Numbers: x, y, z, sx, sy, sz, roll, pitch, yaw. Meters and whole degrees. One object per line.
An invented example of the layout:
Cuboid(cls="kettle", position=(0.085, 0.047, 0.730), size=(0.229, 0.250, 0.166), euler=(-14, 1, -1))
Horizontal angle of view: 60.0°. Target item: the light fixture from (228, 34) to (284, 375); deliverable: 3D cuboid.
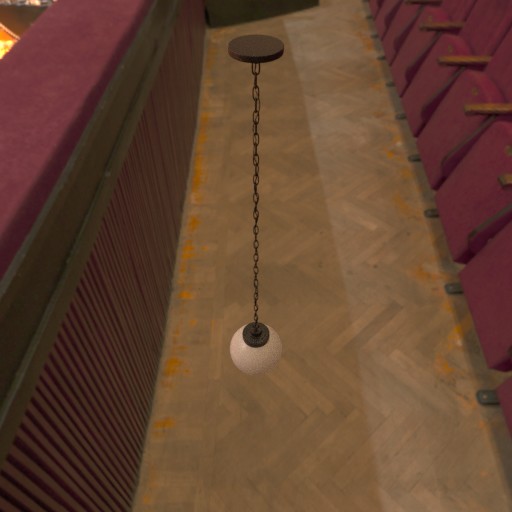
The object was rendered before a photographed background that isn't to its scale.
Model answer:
Cuboid(cls="light fixture", position=(0.000, 0.000, 2.030), size=(0.305, 1.867, 0.304), euler=(3, 46, 3))
